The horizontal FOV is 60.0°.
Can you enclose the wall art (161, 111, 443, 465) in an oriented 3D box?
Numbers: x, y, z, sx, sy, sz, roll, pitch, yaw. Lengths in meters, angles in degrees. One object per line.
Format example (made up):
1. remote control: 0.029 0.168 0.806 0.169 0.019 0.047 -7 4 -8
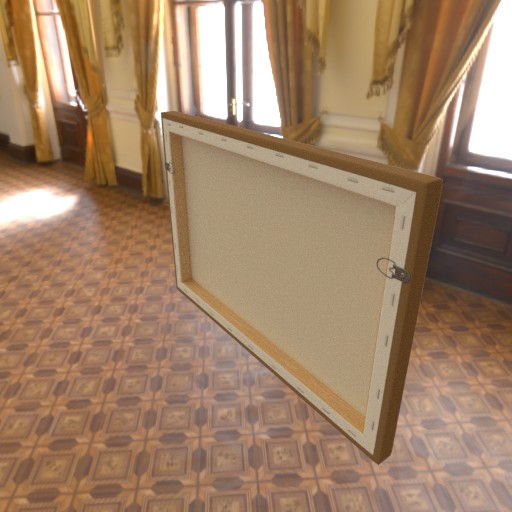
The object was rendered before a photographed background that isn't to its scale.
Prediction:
1. wall art: 0.000 0.000 0.471 0.019 0.254 0.380 -18 31 -32
